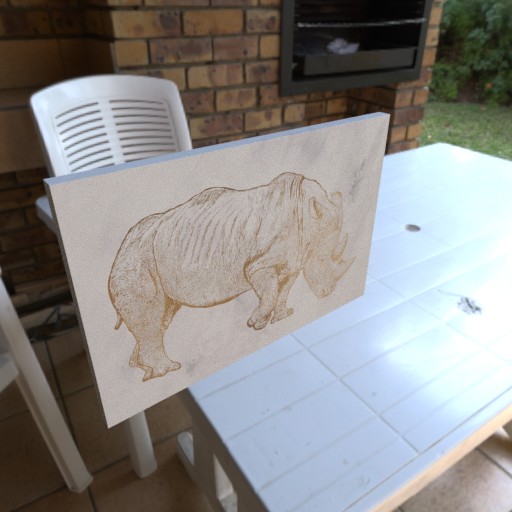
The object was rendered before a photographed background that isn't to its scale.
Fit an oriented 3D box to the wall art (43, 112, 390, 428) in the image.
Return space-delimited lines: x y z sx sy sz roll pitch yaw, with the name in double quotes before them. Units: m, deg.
"wall art" 0.000 0.000 1.159 0.915 0.610 0.038 -21 36 -32
